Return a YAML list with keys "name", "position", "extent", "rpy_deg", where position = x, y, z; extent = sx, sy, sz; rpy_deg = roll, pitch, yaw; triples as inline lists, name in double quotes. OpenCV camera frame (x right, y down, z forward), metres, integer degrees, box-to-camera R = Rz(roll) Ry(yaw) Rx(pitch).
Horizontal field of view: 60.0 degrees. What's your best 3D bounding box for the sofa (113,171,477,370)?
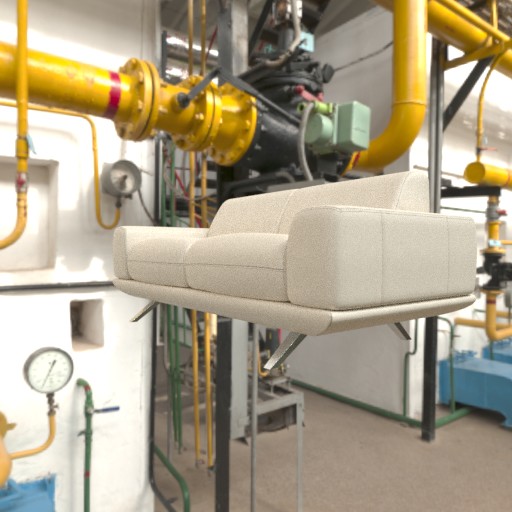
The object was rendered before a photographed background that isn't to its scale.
- name: "sofa"
  position: [0.000, 0.000, 2.322]
  extent: [0.900, 0.772, 1.901]
  rpy_deg: [-1, 1, -37]
